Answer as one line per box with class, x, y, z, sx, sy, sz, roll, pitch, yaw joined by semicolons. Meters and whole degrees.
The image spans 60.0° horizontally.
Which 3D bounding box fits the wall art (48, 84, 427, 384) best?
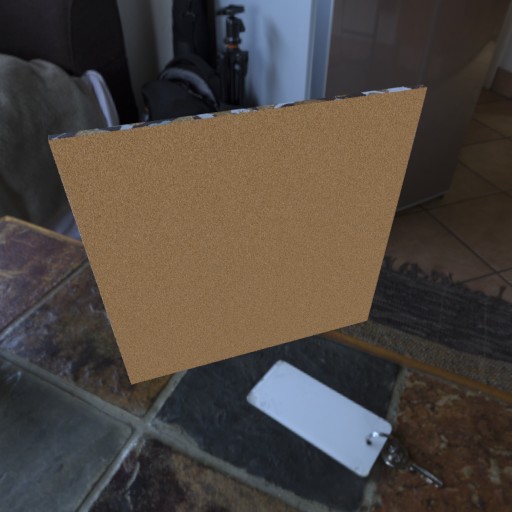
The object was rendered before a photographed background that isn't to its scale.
wall art;0.000;0.000;0.592;0.404;0.406;0.010;-12;43;-13
